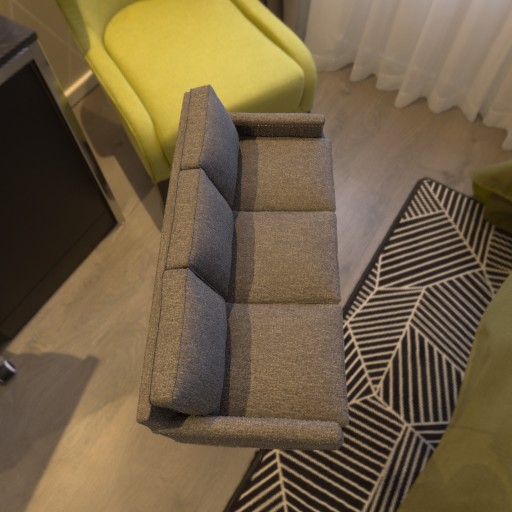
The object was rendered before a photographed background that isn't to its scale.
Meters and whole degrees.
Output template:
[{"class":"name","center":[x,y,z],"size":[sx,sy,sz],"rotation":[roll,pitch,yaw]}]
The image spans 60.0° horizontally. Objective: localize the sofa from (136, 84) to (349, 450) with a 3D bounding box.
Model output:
[{"class":"sofa","center":[0.000,0.000,2.869],"size":[1.084,1.003,2.246],"rotation":[2,63,1]}]
